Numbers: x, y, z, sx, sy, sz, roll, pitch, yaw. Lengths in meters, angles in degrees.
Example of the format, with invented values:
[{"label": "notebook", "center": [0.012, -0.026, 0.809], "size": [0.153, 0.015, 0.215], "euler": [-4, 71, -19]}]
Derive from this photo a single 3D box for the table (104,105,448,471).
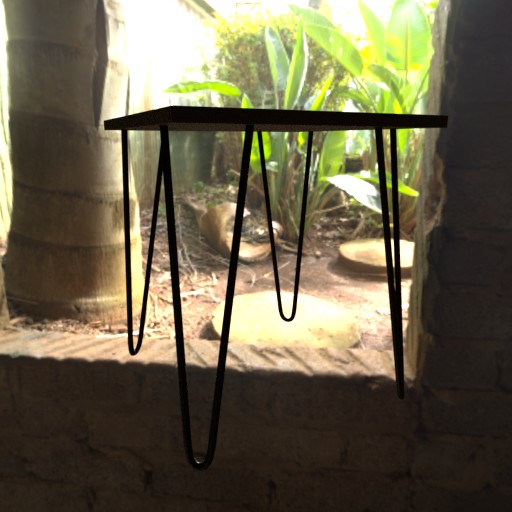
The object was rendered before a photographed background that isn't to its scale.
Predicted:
[{"label": "table", "center": [0.000, 0.000, 0.941], "size": [0.495, 0.559, 0.495], "euler": [-8, 16, -27]}]
